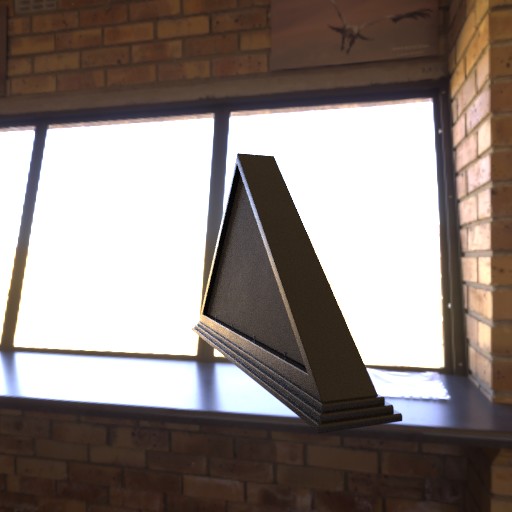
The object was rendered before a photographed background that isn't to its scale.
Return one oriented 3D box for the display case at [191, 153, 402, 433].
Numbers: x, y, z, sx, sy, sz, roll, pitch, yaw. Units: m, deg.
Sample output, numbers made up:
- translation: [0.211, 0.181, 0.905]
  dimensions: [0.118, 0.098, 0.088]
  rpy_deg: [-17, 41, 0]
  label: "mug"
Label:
- translation: [0.000, 0.000, 0.741]
  dimensions: [0.095, 0.340, 0.640]
  rpy_deg: [0, 0, -19]
  label: "display case"
